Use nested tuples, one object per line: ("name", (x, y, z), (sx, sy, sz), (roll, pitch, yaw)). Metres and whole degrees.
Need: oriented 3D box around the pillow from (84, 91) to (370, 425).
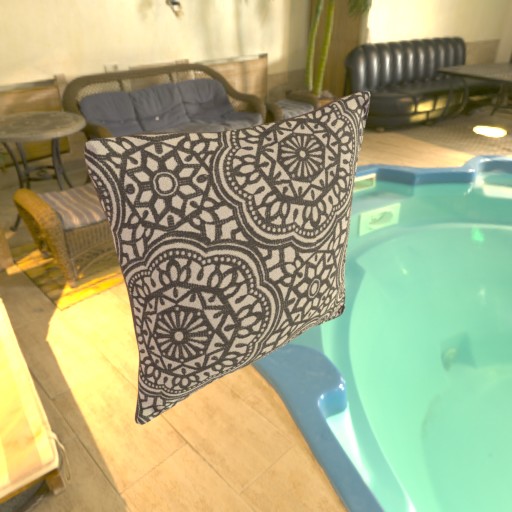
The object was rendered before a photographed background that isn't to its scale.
("pillow", (0.000, 0.000, 0.650), (0.436, 0.417, 0.148), (-22, 37, -32))
